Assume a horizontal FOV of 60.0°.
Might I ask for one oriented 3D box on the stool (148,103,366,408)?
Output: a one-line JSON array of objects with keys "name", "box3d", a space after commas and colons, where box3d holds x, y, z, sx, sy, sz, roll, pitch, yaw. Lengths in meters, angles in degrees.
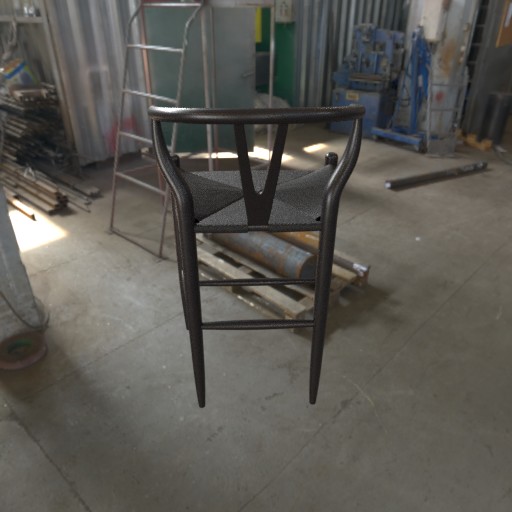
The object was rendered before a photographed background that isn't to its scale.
[{"name": "stool", "box3d": [0.000, 0.000, 1.345, 0.569, 0.970, 0.579, -1, 29, -2]}]
